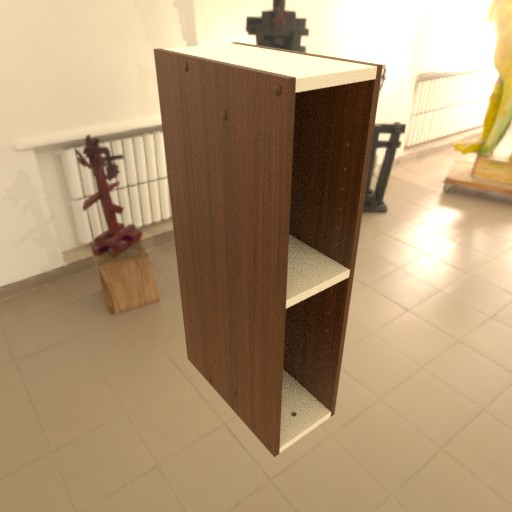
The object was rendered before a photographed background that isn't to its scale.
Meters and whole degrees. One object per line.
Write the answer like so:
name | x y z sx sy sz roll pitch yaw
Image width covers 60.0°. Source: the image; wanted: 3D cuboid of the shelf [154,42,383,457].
shelf | 0.000 0.000 0.723 0.147 0.600 0.290 -22 38 -31
